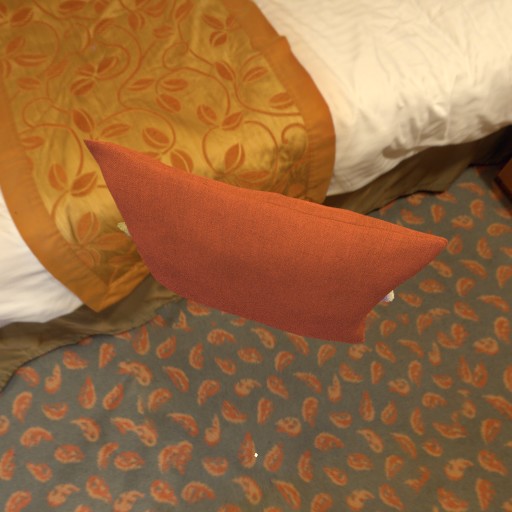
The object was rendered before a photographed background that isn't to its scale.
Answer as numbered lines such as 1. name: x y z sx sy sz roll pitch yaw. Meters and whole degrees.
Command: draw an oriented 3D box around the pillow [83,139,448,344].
1. pillow: 0.000 0.000 0.760 0.490 0.482 0.165 17 67 8
